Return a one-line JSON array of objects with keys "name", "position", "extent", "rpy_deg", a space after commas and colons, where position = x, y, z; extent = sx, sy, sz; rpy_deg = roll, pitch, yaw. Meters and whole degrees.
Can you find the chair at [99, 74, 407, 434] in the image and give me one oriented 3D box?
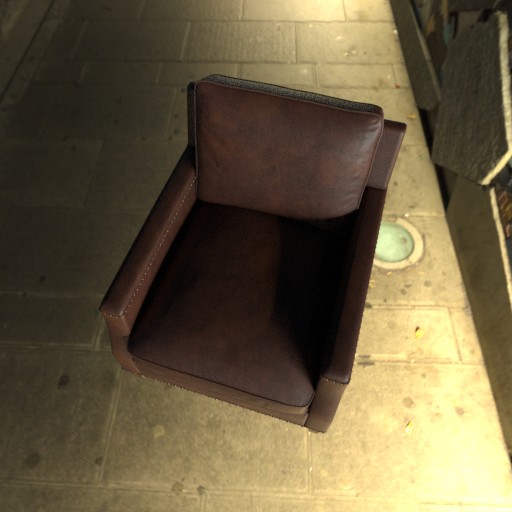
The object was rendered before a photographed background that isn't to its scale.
[{"name": "chair", "position": [0.000, 0.000, 1.698], "extent": [0.853, 0.929, 1.014], "rpy_deg": [15, 58, 9]}]
